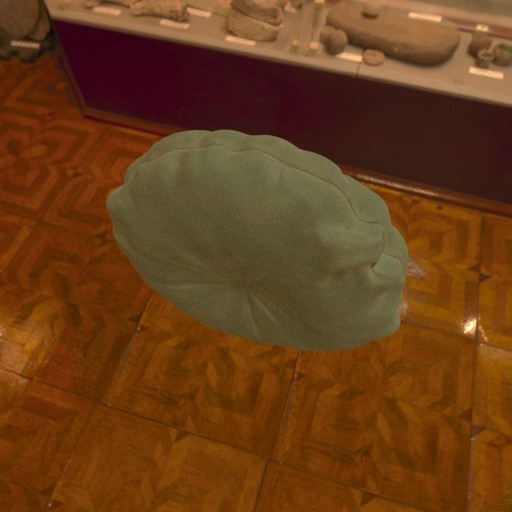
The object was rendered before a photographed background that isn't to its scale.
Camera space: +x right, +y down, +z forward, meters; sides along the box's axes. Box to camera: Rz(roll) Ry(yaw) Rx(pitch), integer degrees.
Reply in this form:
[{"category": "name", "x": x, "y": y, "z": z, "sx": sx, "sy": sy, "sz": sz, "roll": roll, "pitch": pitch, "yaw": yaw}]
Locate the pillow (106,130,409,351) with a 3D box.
[{"category": "pillow", "x": 0.000, "y": 0.000, "z": 0.630, "sx": 0.428, "sy": 0.407, "sz": 0.148, "roll": 17, "pitch": 59, "yaw": 10}]
